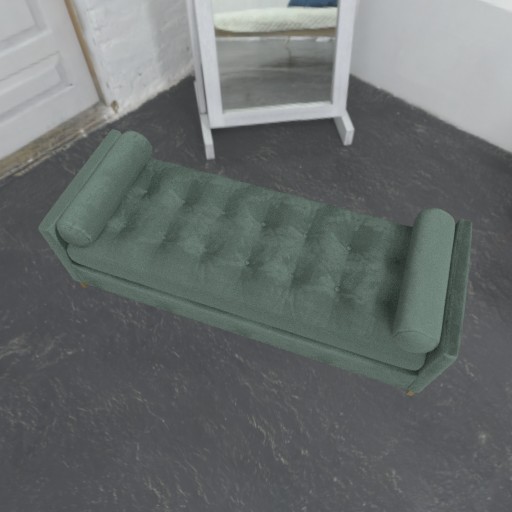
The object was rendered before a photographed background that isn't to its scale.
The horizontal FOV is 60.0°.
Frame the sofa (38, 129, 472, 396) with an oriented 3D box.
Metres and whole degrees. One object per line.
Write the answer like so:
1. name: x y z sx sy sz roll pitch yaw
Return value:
1. sofa: 0.000 0.000 2.493 2.102 0.705 0.796 16 59 10
